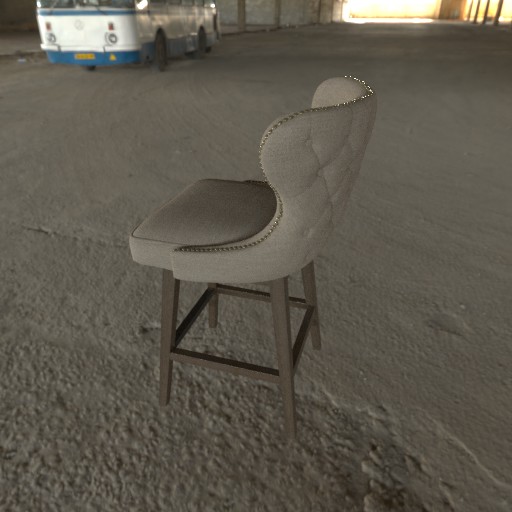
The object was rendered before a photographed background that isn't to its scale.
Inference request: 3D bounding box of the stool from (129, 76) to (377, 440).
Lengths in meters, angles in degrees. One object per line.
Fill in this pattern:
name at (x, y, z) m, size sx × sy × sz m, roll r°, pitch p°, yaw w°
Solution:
stool at (0.000, 0.000, 1.340) m, size 0.597 × 0.972 × 0.615 m, roll 9°, pitch 30°, yaw 15°
